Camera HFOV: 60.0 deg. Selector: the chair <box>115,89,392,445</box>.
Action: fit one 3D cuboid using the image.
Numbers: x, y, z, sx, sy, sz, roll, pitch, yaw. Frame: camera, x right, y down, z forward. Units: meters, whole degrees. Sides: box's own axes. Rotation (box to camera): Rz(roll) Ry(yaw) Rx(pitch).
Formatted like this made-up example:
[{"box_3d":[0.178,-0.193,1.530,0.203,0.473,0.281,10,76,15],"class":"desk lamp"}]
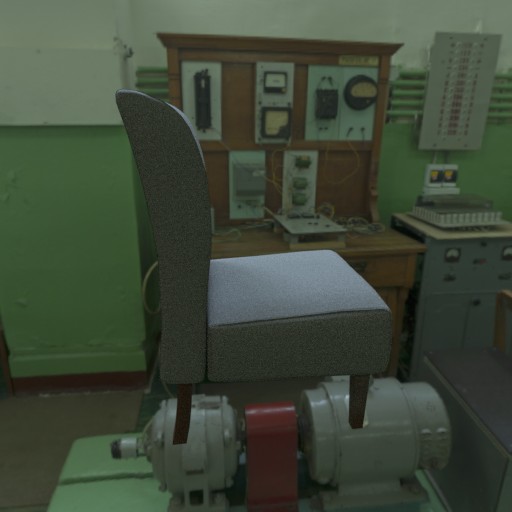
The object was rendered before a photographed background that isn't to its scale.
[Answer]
[{"box_3d":[0.000,0.000,1.175,0.592,0.804,0.513,-3,18,-8],"class":"chair"}]
